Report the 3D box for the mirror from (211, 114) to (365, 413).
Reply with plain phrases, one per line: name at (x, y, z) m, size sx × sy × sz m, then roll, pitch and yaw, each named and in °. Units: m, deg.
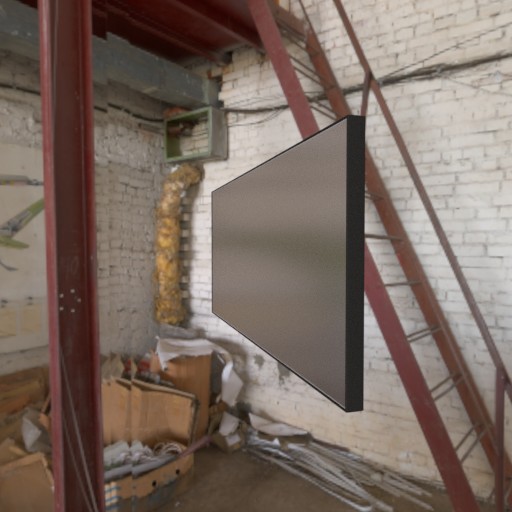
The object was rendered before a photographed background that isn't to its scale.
mirror at (0.000, 0.000, 1.788) m, size 0.047 × 0.692 × 1.584 m, roll 0°, pitch 2°, yaw -17°
